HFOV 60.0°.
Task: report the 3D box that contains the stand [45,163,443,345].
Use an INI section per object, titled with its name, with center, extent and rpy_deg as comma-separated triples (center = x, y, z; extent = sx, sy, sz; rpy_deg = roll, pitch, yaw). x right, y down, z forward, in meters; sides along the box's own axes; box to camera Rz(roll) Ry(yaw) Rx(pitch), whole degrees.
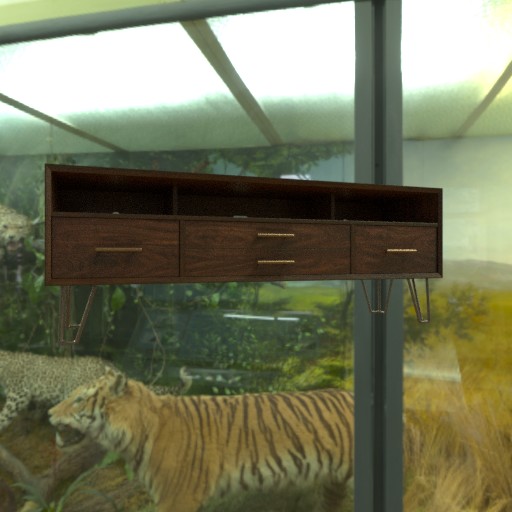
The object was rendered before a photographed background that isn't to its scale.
[stand]
center = 0.000, 0.000, 1.934
extent = 1.626, 0.610, 0.481
rpy_deg = 0, 0, -19
